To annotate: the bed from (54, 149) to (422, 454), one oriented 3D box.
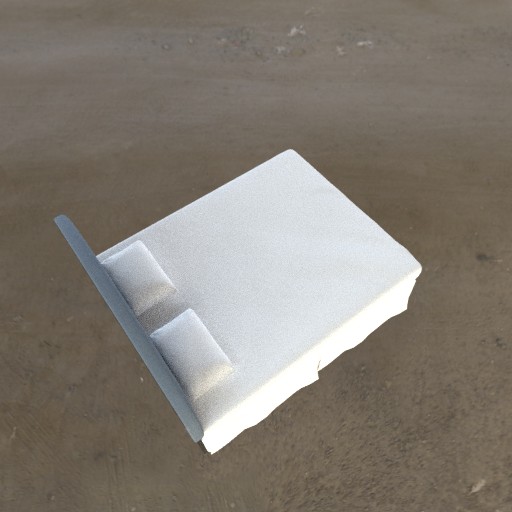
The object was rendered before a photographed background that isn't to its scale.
[{"bbox_3d":[0.000,0.000,3.090,2.005,1.410,1.607,-32,63,-19],"label":"bed"}]
